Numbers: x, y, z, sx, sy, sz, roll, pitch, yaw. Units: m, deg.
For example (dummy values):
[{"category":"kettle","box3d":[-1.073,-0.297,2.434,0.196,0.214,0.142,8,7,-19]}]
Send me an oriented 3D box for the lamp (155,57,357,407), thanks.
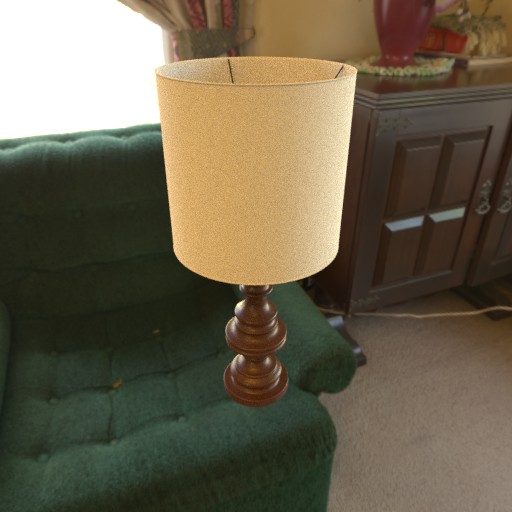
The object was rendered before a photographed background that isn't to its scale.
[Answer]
[{"category":"lamp","box3d":[0.000,0.000,0.578,0.208,0.455,0.208,-22,37,-33]}]
